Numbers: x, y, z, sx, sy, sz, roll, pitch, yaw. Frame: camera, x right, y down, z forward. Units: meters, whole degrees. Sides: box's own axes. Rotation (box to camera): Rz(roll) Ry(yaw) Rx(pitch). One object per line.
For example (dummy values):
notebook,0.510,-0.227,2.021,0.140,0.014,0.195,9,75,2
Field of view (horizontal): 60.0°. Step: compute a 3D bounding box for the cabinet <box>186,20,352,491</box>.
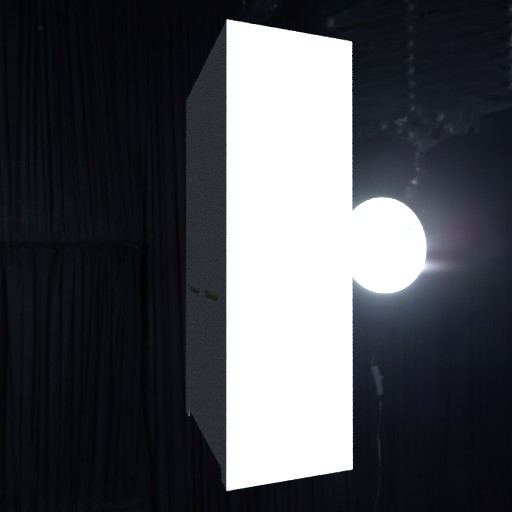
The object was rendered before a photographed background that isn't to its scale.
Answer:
cabinet,0.000,0.000,2.356,0.580,1.920,0.980,0,0,-19
